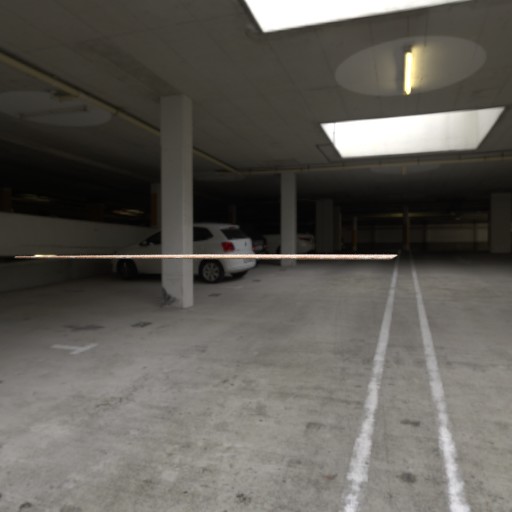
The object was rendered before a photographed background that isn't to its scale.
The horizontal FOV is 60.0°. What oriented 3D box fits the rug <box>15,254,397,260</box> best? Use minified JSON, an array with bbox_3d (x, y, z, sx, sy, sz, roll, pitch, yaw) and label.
[{"bbox_3d":[0.000,0.000,4.061,2.441,0.011,3.050,0,0,18],"label":"rug"}]
